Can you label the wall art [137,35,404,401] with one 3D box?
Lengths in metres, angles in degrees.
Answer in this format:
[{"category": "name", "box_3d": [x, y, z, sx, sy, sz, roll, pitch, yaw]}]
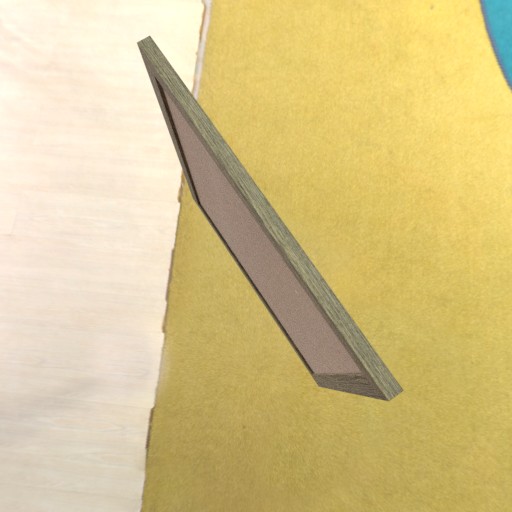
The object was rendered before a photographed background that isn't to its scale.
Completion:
[{"category": "wall art", "box_3d": [0.000, 0.000, 0.742, 0.019, 0.508, 0.508, -33, 78, -8]}]
